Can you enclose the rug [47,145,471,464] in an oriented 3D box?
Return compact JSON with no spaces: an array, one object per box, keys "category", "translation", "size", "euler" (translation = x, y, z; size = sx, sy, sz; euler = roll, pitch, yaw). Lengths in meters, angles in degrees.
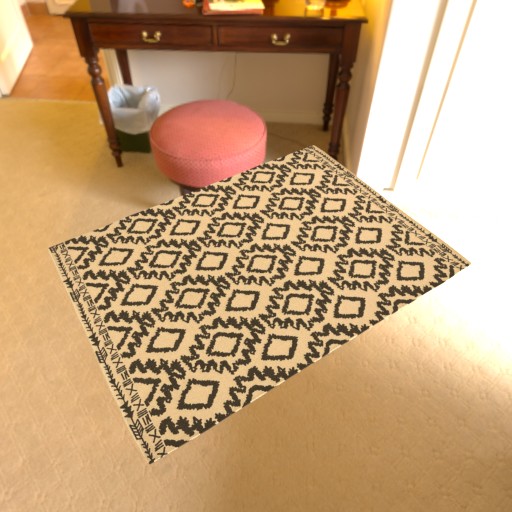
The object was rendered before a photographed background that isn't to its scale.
[{"category":"rug","translation":[0.000,0.000,4.288],"size":[3.369,0.036,2.444],"euler":[-26,52,-22]}]
